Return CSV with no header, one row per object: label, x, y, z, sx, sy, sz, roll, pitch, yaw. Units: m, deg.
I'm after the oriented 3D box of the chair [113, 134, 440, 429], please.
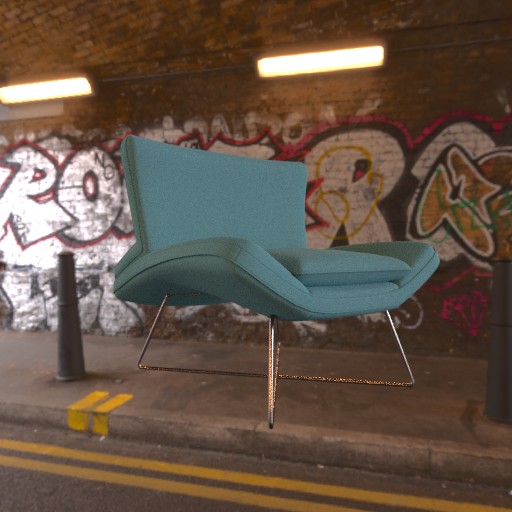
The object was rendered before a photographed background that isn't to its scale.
chair,0.000,0.000,1.638,0.859,0.855,1.008,0,0,-36
